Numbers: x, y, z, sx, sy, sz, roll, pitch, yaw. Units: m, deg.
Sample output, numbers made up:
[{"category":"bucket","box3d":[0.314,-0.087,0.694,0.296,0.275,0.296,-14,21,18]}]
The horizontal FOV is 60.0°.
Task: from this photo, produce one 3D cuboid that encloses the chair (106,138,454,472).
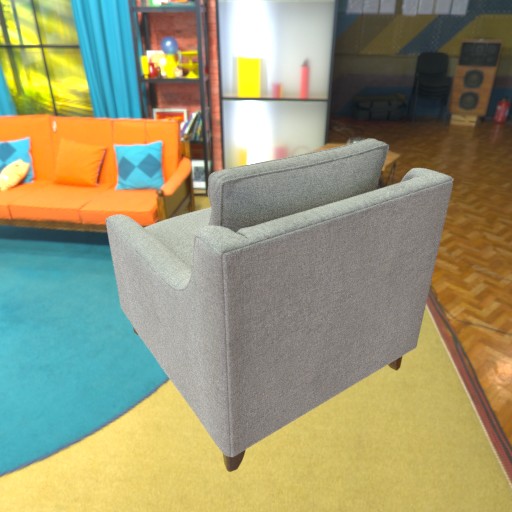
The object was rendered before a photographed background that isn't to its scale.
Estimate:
[{"category":"chair","box3d":[0.000,0.000,1.607,0.838,0.864,0.918,-19,34,-30]}]
